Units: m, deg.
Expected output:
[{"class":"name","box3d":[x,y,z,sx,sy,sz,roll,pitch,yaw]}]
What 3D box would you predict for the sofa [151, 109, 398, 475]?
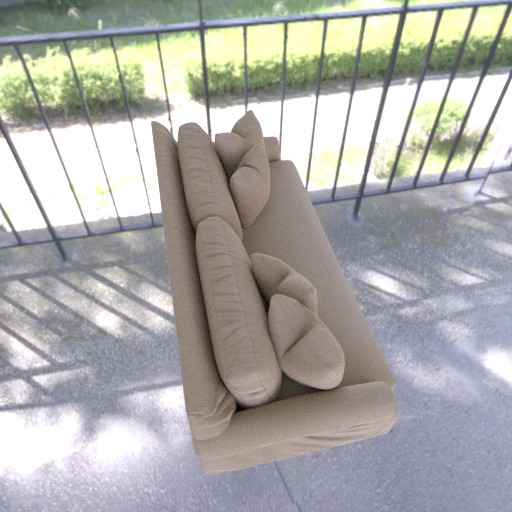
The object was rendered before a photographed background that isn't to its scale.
[{"class":"sofa","box3d":[0.000,0.000,2.755,1.067,0.904,2.285,-10,49,-8]}]
